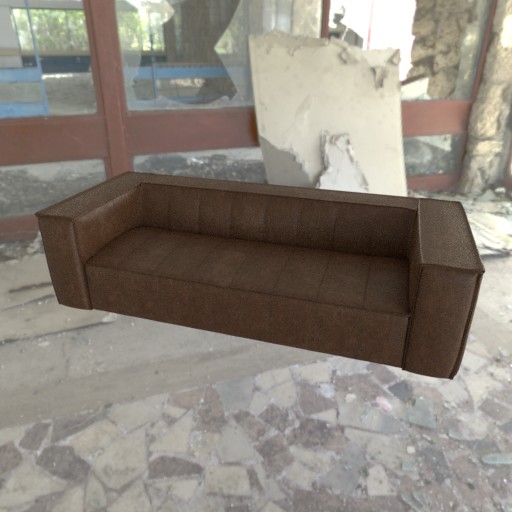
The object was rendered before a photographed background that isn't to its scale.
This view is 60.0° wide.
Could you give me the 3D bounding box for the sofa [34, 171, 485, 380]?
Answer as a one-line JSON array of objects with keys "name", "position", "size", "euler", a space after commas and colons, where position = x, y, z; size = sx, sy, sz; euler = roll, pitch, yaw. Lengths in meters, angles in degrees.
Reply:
[{"name": "sofa", "position": [0.000, 0.000, 2.966], "size": [2.581, 0.701, 1.102], "euler": [8, 27, 16]}]
